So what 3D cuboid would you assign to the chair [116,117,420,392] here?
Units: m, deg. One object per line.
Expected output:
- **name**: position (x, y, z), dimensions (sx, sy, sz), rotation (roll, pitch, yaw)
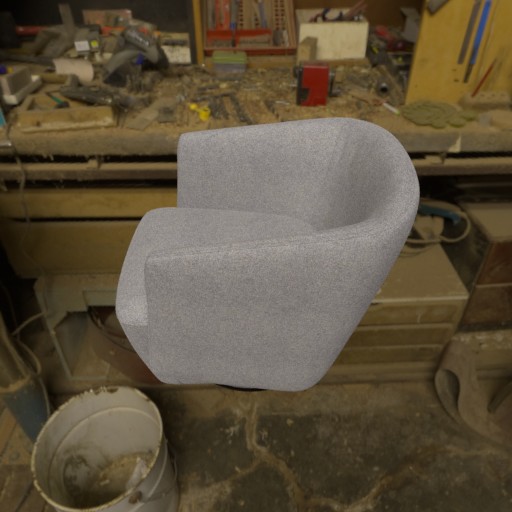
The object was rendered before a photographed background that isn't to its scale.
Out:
- **chair**: position (0.000, 0.000, 1.690), dimensions (0.986, 0.861, 0.822), rotation (0, 40, 0)
